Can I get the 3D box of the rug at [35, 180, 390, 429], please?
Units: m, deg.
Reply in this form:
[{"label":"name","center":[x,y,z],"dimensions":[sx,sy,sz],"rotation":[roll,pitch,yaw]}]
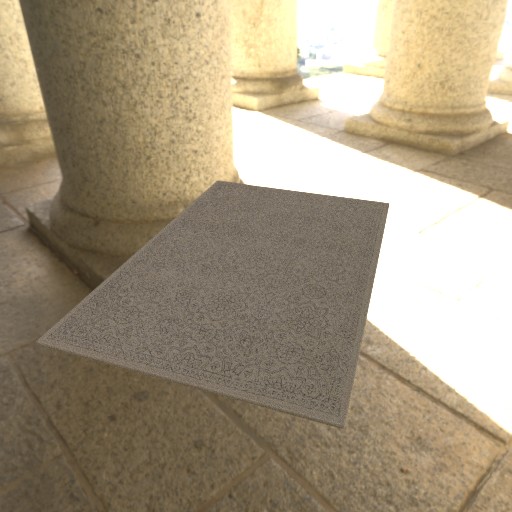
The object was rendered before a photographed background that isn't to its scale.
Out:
[{"label":"rug","center":[0.000,0.000,2.890],"dimensions":[1.524,0.011,2.286],"rotation":[10,32,16]}]
